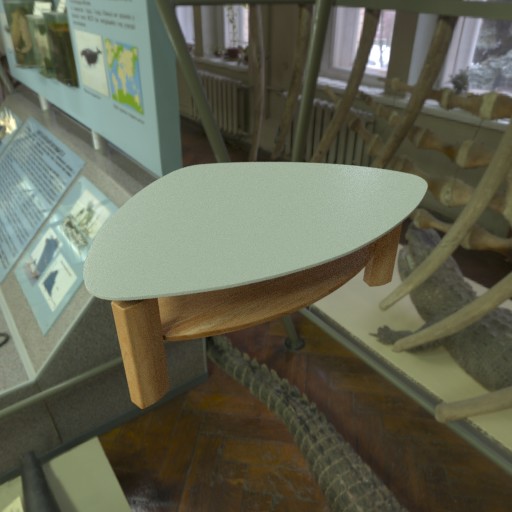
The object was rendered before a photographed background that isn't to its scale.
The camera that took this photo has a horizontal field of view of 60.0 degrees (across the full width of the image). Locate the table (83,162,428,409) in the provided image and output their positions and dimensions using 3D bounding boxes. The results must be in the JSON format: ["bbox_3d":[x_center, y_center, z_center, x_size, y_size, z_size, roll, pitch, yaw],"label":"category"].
[{"bbox_3d":[0.000,0.000,1.600,1.250,0.440,0.850,-21,37,-31],"label":"table"}]
